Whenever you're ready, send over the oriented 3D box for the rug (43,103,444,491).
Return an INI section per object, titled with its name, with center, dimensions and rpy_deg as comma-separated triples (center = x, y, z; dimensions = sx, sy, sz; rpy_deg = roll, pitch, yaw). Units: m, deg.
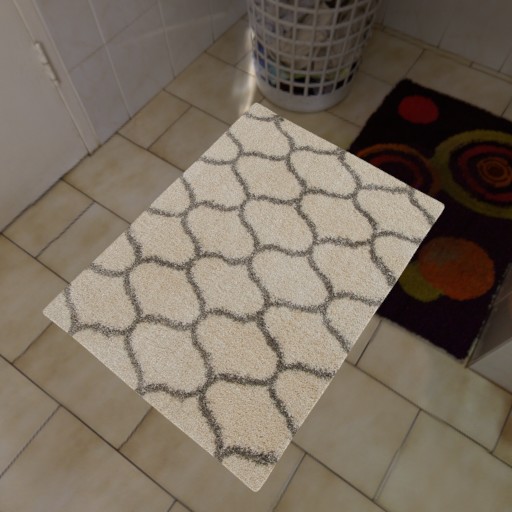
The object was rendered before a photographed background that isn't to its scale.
[rug]
center = 0.000, 0.000, 2.111
dimensions = 1.200, 0.025, 1.600
rpy_deg = 33, 67, 16
